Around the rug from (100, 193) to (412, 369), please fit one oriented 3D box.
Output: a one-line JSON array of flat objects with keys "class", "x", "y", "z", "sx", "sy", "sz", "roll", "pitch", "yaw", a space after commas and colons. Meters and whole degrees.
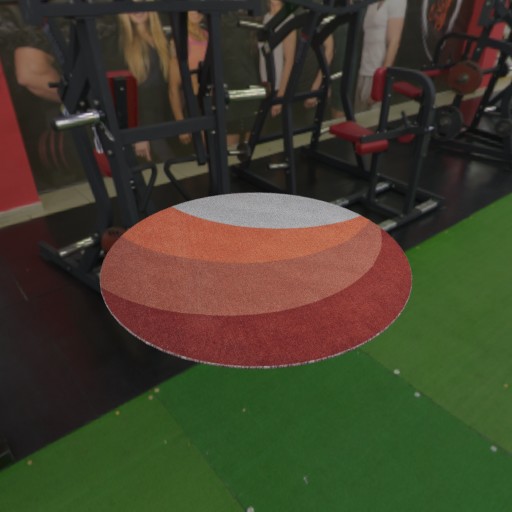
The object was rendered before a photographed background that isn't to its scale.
[{"class": "rug", "x": 0.000, "y": 0.000, "z": 2.243, "sx": 1.514, "sy": 0.015, "sz": 1.514, "roll": 0, "pitch": 32, "yaw": 0}]
